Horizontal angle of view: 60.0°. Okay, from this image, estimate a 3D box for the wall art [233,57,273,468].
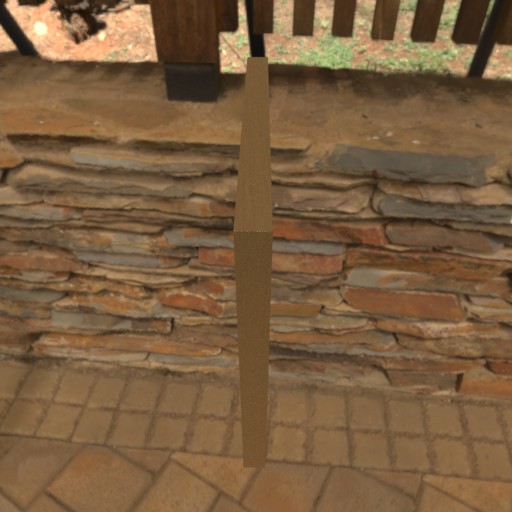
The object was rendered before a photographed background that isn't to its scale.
[{"bbox_3d":[0.000,0.000,0.777,0.037,0.509,0.510,0,41,0],"label":"wall art"}]
